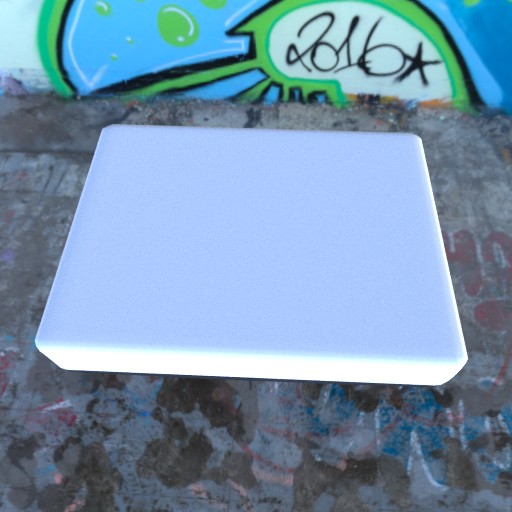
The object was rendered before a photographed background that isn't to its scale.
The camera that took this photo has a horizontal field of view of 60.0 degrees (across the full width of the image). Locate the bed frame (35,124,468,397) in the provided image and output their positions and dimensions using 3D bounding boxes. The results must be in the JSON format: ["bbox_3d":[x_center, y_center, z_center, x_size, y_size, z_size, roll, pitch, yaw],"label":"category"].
[{"bbox_3d":[0.000,0.000,2.708,2.037,0.677,1.528,2,58,1],"label":"bed frame"}]
